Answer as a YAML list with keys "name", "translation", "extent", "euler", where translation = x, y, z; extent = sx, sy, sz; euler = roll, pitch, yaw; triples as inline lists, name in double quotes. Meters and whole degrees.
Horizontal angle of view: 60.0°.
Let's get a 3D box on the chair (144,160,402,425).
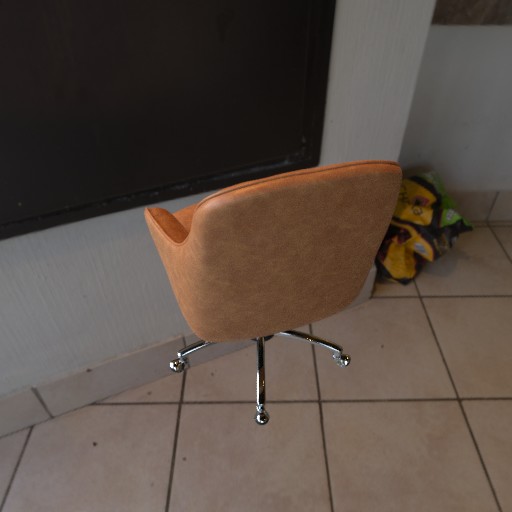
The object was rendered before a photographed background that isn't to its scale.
- name: "chair"
  translation: [0.000, 0.000, 1.324]
  extent: [0.628, 0.909, 0.615]
  euler: [-13, 44, -14]
